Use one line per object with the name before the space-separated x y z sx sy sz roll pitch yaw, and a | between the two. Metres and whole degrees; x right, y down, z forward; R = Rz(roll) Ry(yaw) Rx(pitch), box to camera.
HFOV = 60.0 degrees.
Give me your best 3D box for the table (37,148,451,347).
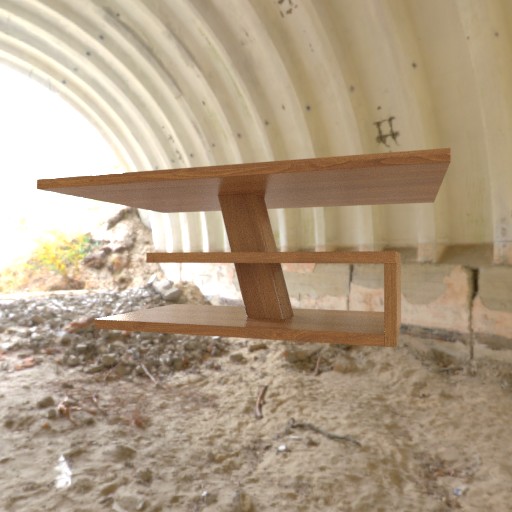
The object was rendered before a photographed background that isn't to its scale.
table | 0.000 0.000 1.429 1.100 0.442 0.700 0 0 19
